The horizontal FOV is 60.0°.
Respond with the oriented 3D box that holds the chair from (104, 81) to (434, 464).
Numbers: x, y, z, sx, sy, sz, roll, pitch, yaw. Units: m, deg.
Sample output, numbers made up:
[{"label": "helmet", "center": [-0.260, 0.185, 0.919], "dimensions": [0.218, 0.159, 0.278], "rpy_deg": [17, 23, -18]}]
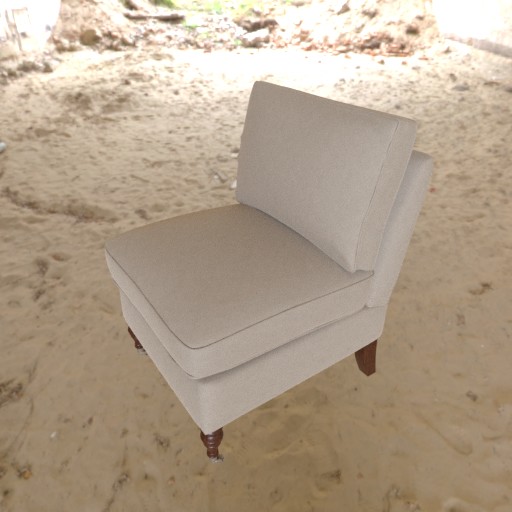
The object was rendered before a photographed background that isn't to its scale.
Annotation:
[{"label": "chair", "center": [0.000, 0.000, 1.598], "dimensions": [0.912, 1.052, 0.724], "rpy_deg": [-20, 37, -29]}]
